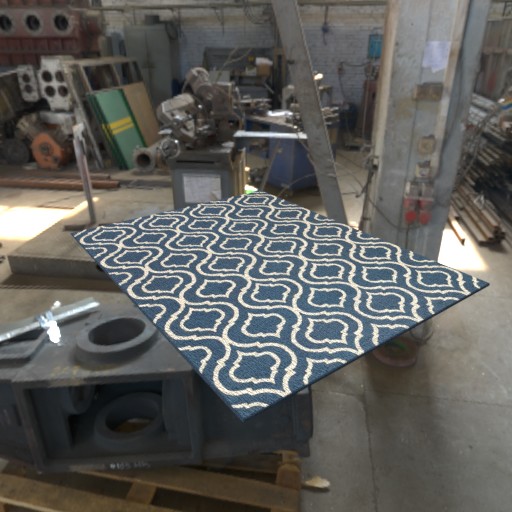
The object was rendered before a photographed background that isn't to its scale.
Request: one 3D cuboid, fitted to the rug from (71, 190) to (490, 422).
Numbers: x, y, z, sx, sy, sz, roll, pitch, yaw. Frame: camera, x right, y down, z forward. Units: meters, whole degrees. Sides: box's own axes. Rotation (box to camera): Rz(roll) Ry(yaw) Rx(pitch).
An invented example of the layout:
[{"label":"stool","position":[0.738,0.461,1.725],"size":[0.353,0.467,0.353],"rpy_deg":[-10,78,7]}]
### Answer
[{"label":"rug","position":[0.000,0.000,3.782],"size":[2.270,0.020,2.881],"rpy_deg":[-18,31,-32]}]
